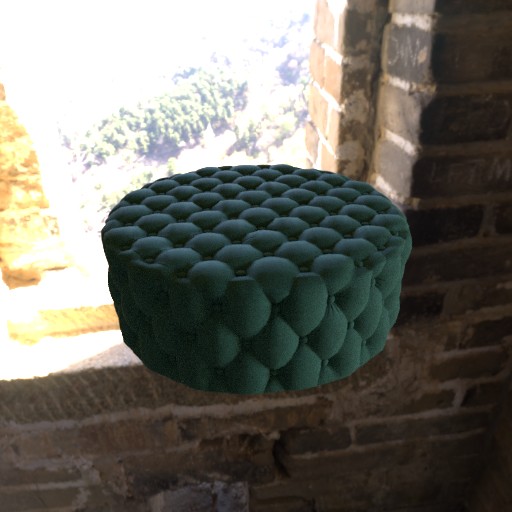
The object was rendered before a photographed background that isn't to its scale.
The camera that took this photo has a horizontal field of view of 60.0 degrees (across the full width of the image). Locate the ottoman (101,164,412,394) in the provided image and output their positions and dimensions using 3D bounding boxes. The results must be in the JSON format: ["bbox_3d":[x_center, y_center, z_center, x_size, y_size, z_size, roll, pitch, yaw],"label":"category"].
[{"bbox_3d":[0.000,0.000,1.540,0.998,0.399,0.998,0,29,0],"label":"ottoman"}]
